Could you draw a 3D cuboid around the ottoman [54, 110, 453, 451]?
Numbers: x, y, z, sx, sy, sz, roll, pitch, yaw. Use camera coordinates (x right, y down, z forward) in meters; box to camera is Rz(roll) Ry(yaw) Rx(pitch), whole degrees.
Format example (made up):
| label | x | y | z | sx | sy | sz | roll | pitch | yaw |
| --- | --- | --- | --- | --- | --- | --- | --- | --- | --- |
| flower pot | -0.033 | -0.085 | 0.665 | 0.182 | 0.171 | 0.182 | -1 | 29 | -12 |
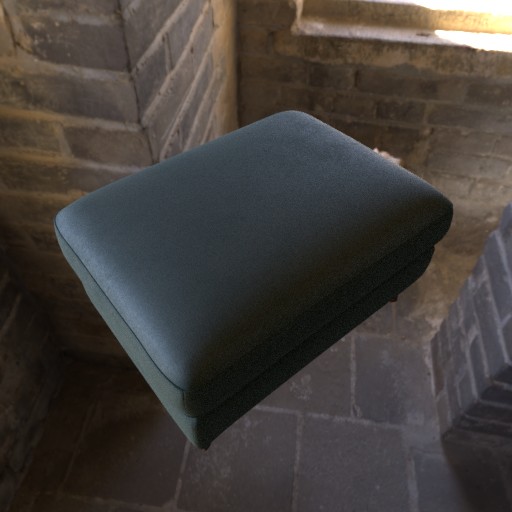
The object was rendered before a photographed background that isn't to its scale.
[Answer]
| label | x | y | z | sx | sy | sz | roll | pitch | yaw |
| --- | --- | --- | --- | --- | --- | --- | --- | --- | --- |
| ottoman | 0.000 | 0.000 | 1.164 | 0.811 | 0.449 | 0.608 | -31 | 54 | -25 |
